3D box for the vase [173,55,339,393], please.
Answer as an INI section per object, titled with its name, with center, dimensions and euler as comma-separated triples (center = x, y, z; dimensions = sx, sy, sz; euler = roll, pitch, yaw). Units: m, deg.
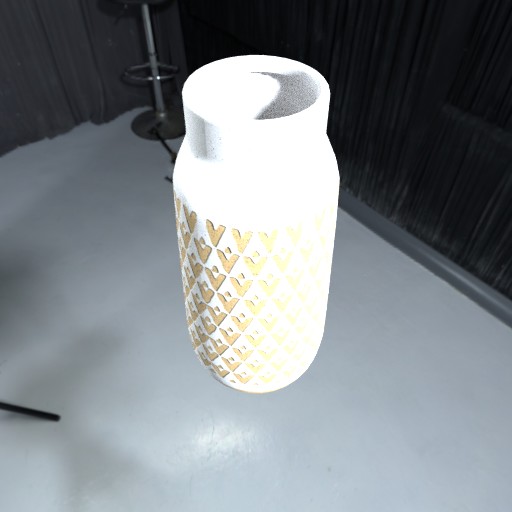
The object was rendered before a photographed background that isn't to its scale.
[vase]
center = 0.000, 0.000, 0.383
dimensions = 0.137, 0.307, 0.137
euler = 0, 47, 0
